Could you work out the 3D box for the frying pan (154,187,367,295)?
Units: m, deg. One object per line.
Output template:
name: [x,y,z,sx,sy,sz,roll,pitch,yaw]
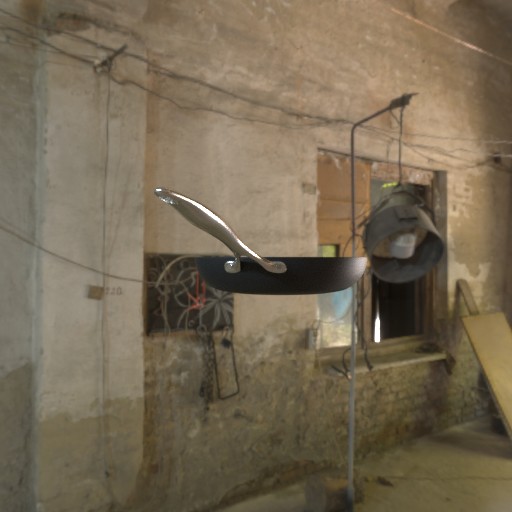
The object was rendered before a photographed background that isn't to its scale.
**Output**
frying pan: [0.000,0.000,0.565,0.255,0.105,0.472,0,0,19]
